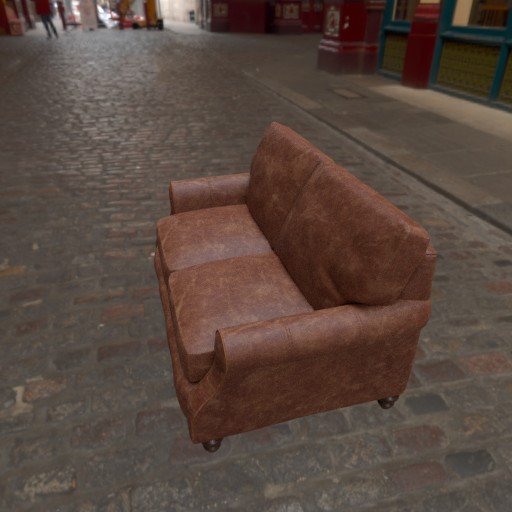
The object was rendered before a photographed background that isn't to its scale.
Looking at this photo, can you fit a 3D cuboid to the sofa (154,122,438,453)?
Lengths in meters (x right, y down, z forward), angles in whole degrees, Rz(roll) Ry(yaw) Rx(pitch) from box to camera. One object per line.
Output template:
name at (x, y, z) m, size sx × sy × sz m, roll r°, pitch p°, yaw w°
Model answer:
sofa at (0.000, 0.000, 2.236) m, size 0.990 × 0.967 × 1.616 m, roll -8°, pitch 32°, yaw -14°
